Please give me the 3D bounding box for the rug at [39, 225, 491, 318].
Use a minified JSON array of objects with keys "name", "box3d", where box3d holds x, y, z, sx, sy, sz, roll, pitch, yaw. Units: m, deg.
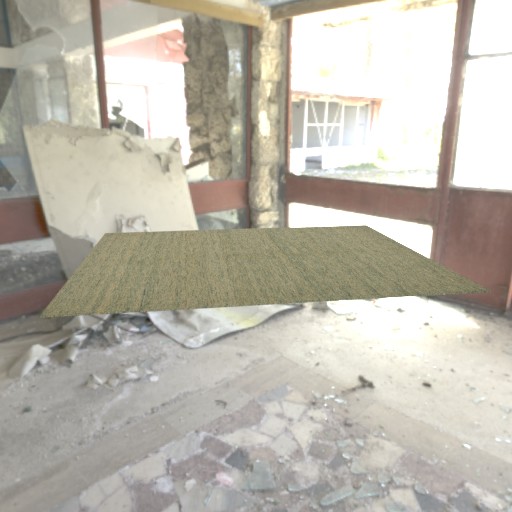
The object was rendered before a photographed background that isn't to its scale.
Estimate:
[{"name":"rug","box3d":[0.000,0.000,4.249,3.201,0.014,2.437,-2,16,-8]}]
